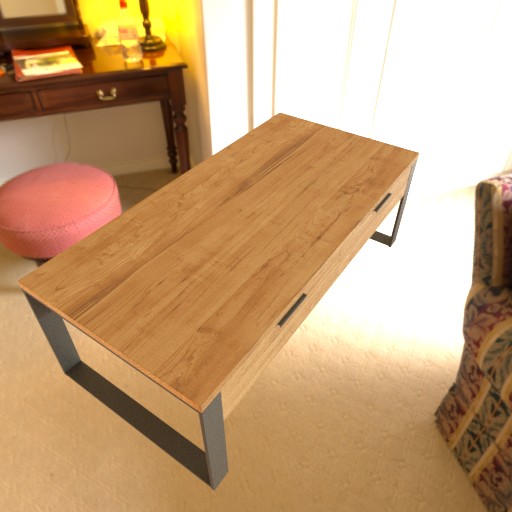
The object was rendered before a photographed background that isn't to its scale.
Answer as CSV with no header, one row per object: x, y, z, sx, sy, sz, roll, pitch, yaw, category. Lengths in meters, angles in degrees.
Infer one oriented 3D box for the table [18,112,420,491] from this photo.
0.000,0.000,1.443,0.590,0.400,1.180,25,47,25,table
